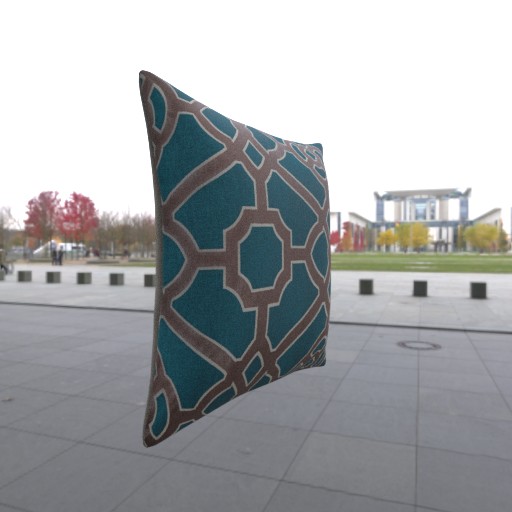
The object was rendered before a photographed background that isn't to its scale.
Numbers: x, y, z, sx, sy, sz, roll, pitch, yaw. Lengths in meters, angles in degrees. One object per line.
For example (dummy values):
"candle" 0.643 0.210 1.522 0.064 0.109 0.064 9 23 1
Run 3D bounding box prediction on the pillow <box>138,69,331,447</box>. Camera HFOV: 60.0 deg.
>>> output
"pillow" 0.000 0.000 0.802 0.166 0.507 0.526 1 1 35
